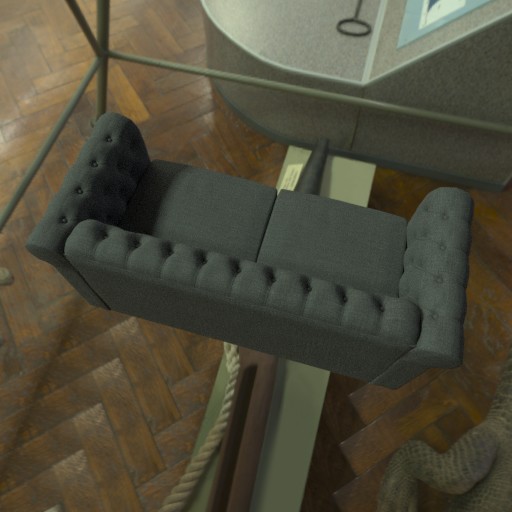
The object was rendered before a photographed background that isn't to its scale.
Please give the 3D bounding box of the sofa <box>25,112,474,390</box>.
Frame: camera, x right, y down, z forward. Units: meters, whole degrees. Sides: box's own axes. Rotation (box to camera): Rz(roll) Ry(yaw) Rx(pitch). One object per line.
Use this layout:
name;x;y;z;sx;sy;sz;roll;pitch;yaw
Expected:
sofa;0.000;0.000;2.184;1.798;0.797;0.783;14;64;7
